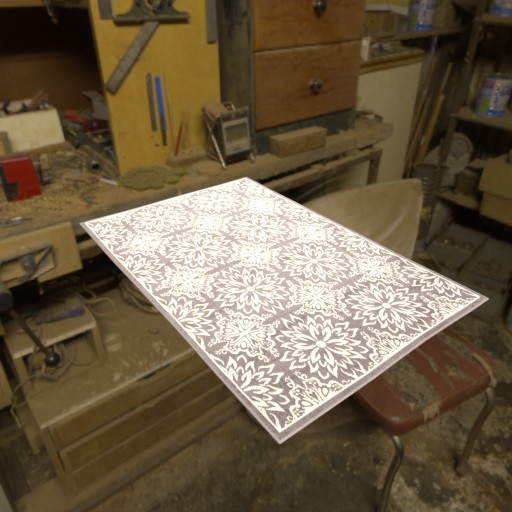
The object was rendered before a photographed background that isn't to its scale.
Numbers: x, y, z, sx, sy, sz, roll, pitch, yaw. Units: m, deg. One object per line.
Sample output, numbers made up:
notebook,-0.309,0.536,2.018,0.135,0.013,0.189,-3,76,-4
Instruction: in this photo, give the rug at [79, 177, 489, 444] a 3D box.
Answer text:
rug,0.000,0.000,2.300,1.224,0.012,1.847,-22,38,-31
